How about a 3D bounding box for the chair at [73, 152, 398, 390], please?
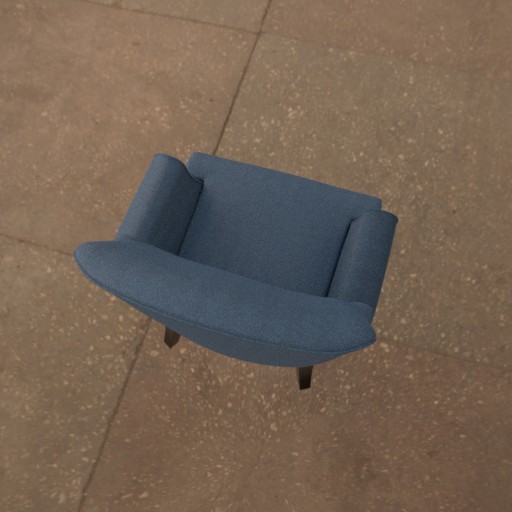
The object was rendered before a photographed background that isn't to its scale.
[{"bbox_3d":[0.000,0.000,1.423,0.770,0.878,0.754,16,66,7],"label":"chair"}]
